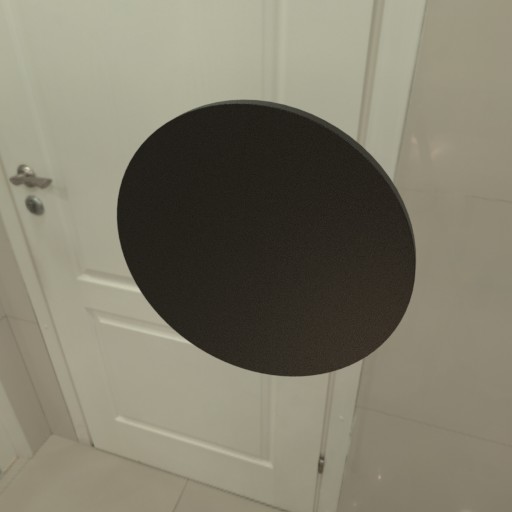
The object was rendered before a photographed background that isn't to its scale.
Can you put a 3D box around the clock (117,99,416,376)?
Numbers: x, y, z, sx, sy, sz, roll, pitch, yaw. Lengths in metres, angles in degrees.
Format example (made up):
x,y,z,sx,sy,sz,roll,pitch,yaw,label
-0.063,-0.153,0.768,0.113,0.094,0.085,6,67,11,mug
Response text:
x,y,z,sx,sy,sz,roll,pitch,yaw,label
0.000,0.000,0.668,0.454,0.454,0.038,10,33,16,clock
